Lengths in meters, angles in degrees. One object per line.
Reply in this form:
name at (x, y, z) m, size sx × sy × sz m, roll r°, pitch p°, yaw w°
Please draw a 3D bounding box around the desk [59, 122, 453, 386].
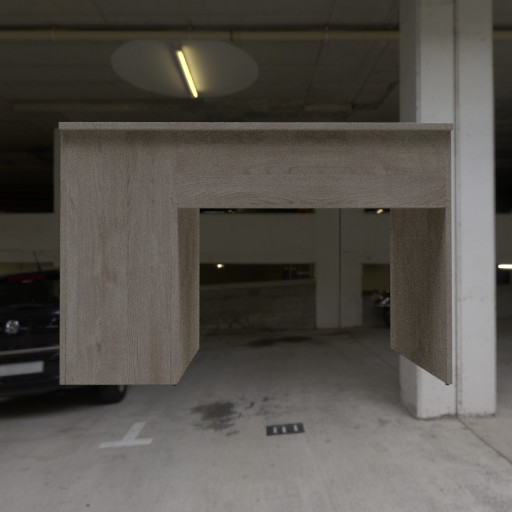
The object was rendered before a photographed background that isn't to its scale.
desk at (0.000, 0.000, 1.507) m, size 1.097 × 0.735 × 0.560 m, roll 0°, pitch -1°, yaw 0°
